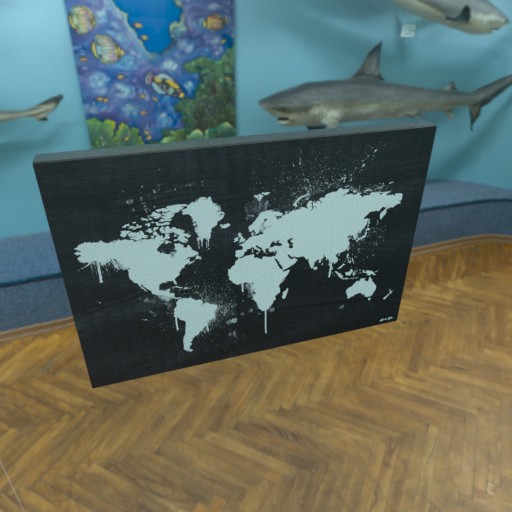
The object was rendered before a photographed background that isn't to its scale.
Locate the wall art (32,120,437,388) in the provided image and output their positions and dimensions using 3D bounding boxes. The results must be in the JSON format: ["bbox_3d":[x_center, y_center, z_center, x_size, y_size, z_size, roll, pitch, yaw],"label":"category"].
[{"bbox_3d":[0.000,0.000,0.762,0.610,0.409,0.038,-9,32,-15],"label":"wall art"}]
